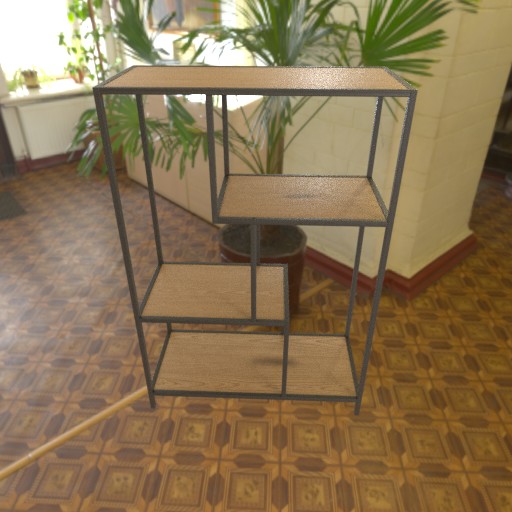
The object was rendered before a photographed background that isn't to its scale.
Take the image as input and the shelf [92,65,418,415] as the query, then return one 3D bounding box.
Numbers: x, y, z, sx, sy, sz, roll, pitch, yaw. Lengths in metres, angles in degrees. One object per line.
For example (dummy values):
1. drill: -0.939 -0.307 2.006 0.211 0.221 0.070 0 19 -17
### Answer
1. shelf: 0.000 0.000 1.492 0.770 1.138 0.350 1 31 2
